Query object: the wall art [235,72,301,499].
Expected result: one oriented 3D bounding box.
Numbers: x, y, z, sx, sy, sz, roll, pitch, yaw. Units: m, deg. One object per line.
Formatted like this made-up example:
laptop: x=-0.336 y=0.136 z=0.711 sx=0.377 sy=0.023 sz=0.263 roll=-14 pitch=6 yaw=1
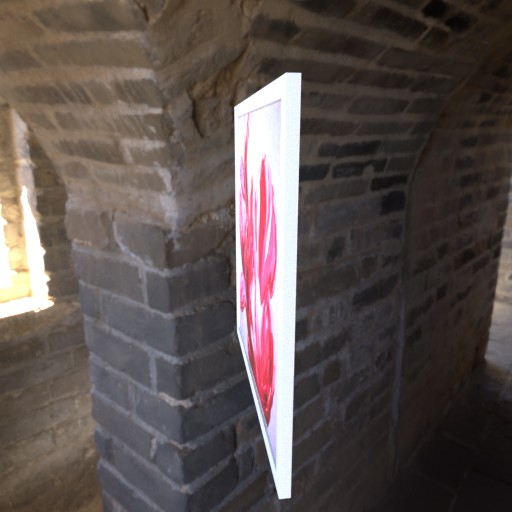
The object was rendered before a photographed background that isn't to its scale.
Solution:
wall art: x=0.000 y=0.000 z=0.970 sx=0.020 sy=0.661 sz=0.664 roll=-2 pitch=15 yaw=-8
